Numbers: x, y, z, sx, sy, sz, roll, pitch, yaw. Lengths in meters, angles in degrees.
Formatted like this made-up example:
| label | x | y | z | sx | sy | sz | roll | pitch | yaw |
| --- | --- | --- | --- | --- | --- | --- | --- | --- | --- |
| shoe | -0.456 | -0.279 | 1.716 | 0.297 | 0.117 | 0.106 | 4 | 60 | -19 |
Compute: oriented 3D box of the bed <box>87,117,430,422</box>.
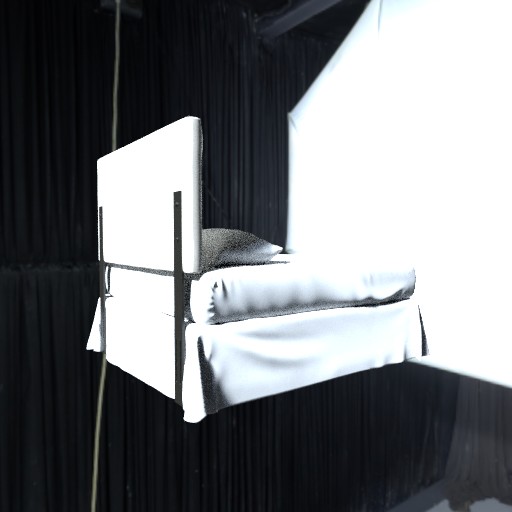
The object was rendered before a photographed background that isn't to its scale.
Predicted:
| label | x | y | z | sx | sy | sz | roll | pitch | yaw |
| --- | --- | --- | --- | --- | --- | --- | --- | --- | --- |
| bed | 0.000 | 0.000 | 3.606 | 2.222 | 1.577 | 1.936 | -2 | 3 | -36 |
